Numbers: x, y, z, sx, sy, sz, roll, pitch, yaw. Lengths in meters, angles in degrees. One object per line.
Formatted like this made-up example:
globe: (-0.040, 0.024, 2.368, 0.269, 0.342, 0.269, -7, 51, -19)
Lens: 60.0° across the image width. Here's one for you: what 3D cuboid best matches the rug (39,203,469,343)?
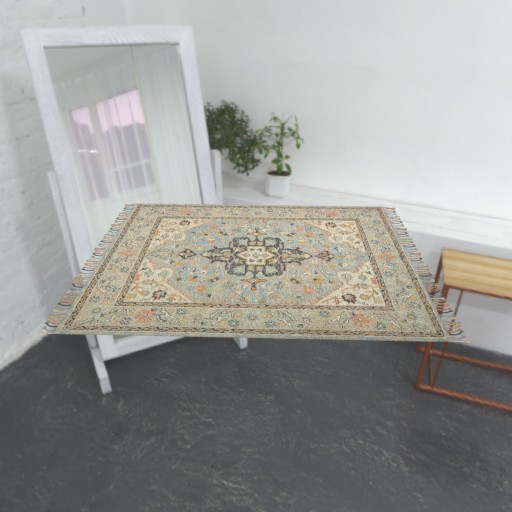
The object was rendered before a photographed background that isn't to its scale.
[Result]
rug: (0.000, 0.000, 4.292, 3.221, 0.011, 2.379, 1, 31, 1)
